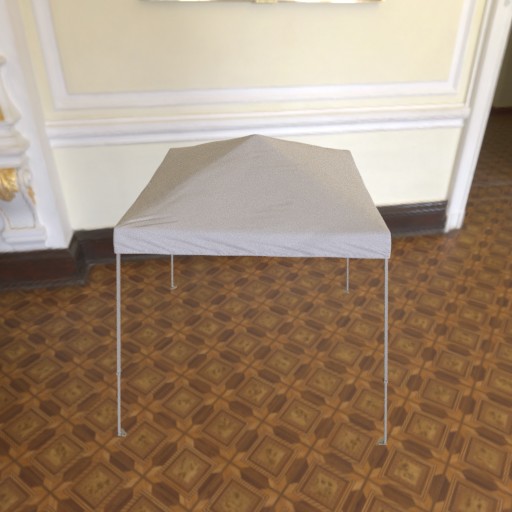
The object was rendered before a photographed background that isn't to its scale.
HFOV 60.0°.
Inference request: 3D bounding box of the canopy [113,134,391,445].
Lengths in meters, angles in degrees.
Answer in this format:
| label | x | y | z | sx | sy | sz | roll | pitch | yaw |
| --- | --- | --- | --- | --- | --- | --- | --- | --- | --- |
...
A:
| label | x | y | z | sx | sy | sz | roll | pitch | yaw |
| --- | --- | --- | --- | --- | --- | --- | --- | --- | --- |
| canopy | 0.000 | 0.000 | 6.567 | 3.600 | 3.600 | 3.599 | 1 | 30 | 2 |
